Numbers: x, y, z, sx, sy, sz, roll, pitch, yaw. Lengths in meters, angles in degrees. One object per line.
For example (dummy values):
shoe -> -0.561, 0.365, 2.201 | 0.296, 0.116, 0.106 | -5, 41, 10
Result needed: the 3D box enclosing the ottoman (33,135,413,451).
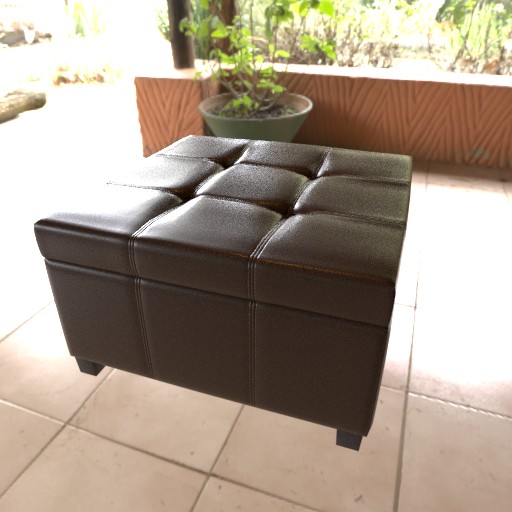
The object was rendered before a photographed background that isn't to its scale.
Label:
ottoman -> 0.000, 0.000, 1.280 | 0.787, 0.460, 0.788 | 10, 31, 16
